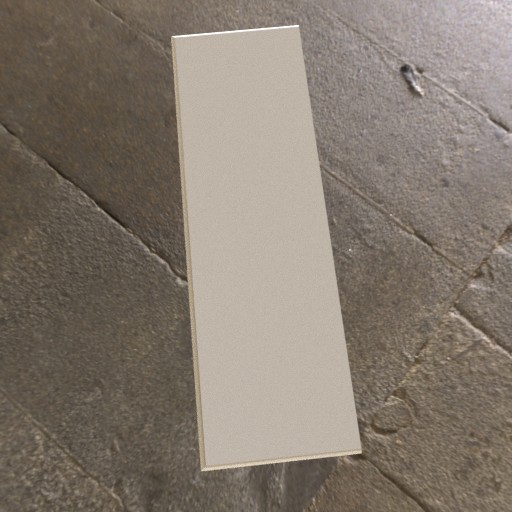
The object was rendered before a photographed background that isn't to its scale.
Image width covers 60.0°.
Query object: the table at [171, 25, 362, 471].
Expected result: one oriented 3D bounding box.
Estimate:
[{"bbox_3d":[0.000,0.000,1.570,0.384,0.808,1.197,-6,77,-1],"label":"table"}]
